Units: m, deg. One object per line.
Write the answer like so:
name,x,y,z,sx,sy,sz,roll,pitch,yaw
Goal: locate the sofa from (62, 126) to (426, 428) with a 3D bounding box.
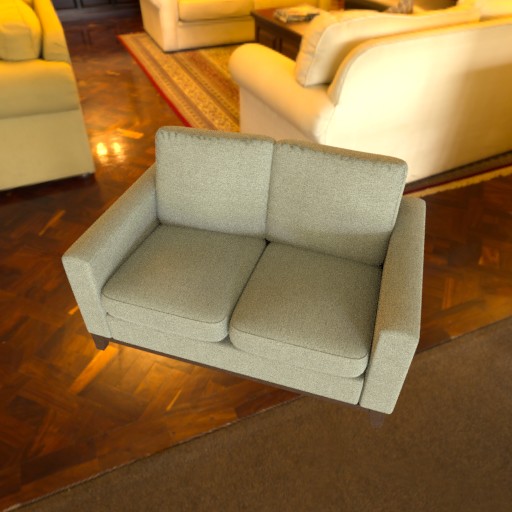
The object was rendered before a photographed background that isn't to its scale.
sofa,0.000,0.000,2.046,1.420,0.873,0.917,12,42,13
